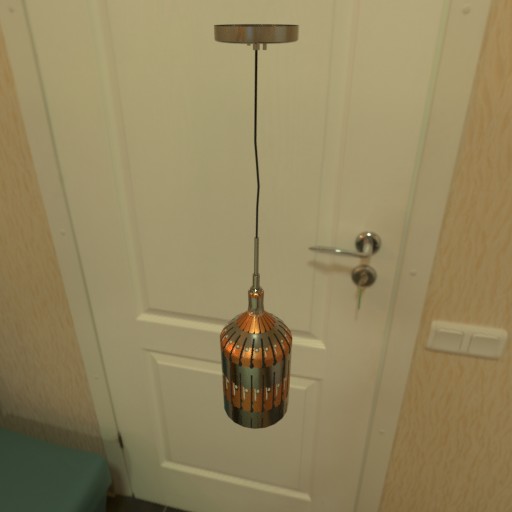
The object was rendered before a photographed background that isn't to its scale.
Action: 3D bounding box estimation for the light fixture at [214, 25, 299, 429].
[{"bbox_3d":[0.000,0.000,1.662,0.303,1.535,0.303,0,29,0],"label":"light fixture"}]
